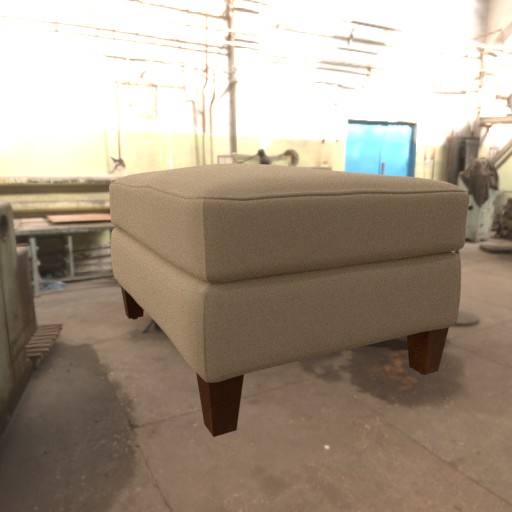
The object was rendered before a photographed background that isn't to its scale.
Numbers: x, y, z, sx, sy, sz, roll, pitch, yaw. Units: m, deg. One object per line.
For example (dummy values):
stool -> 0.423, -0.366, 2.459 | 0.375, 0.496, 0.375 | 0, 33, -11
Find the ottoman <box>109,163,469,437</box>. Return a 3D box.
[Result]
ottoman -> 0.000, 0.000, 1.179 | 0.634, 0.485, 0.818 | -6, 13, -27
